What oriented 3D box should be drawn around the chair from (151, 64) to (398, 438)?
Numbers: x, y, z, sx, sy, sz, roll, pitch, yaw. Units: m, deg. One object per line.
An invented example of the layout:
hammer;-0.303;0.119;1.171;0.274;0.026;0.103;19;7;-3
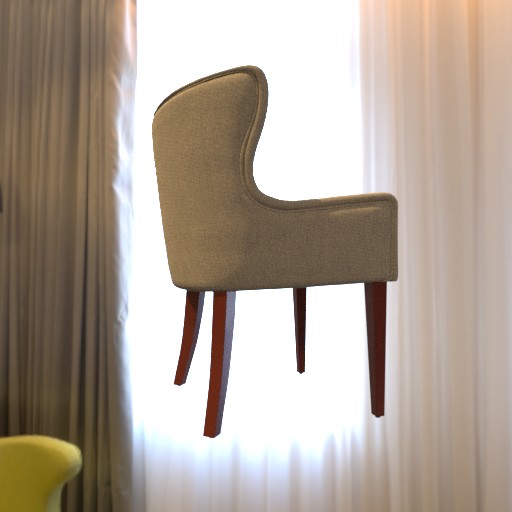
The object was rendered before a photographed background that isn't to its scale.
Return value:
chair;0.000;0.000;1.469;0.677;0.948;0.732;0;-1;-19
